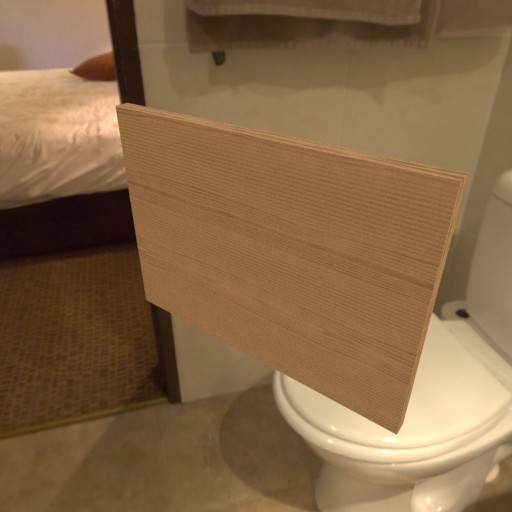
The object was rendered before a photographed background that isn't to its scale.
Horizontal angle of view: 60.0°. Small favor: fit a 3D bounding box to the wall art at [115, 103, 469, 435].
[{"bbox_3d":[0.000,0.000,1.080,0.841,0.609,0.063,21,37,31],"label":"wall art"}]
